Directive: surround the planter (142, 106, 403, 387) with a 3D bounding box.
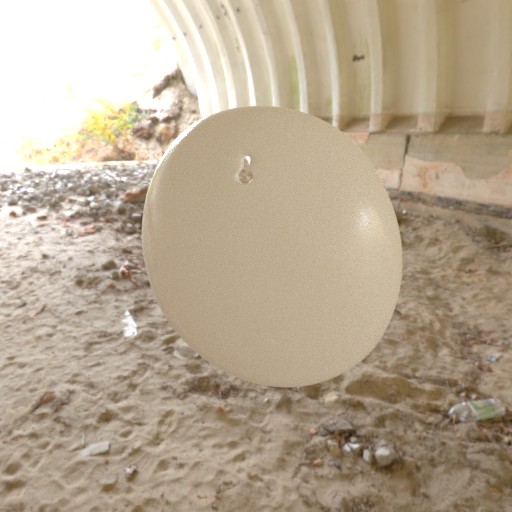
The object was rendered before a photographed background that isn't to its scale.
[{"bbox_3d":[0.000,0.000,0.292,0.185,0.188,0.043,7,18,24],"label":"planter"}]
